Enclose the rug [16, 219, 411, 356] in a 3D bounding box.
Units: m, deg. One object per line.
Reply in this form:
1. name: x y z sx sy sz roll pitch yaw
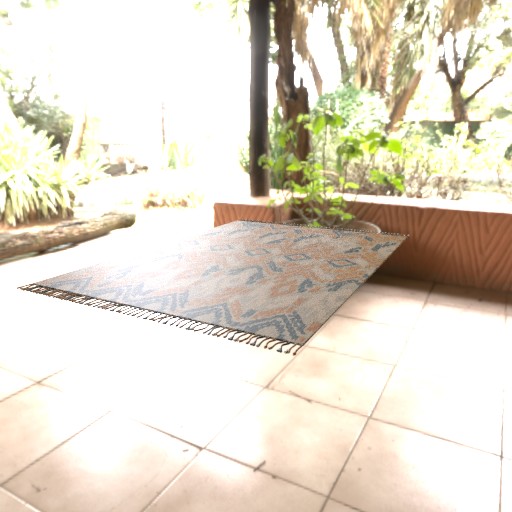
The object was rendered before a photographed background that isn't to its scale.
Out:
1. rug: 0.000 0.000 2.284 1.230 0.008 1.827 8 17 27
